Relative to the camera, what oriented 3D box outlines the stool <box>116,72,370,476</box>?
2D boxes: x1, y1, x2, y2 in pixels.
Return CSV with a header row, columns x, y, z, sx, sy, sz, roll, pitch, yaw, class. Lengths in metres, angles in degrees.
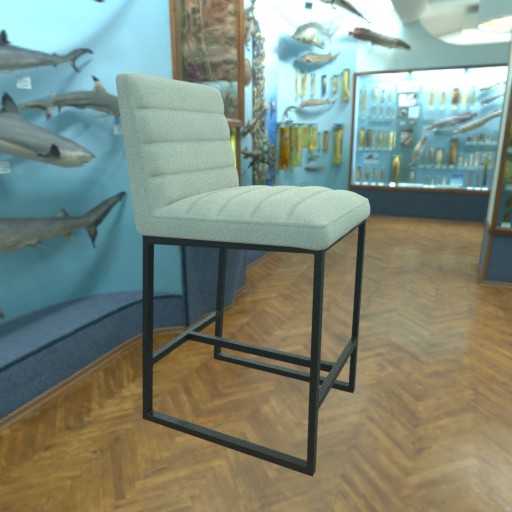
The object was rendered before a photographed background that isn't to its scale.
x,y,z,sx,sy,sz,roll,pitch,yaw,class
0.000,0.000,1.273,0.567,0.971,0.459,7,17,25,stool
